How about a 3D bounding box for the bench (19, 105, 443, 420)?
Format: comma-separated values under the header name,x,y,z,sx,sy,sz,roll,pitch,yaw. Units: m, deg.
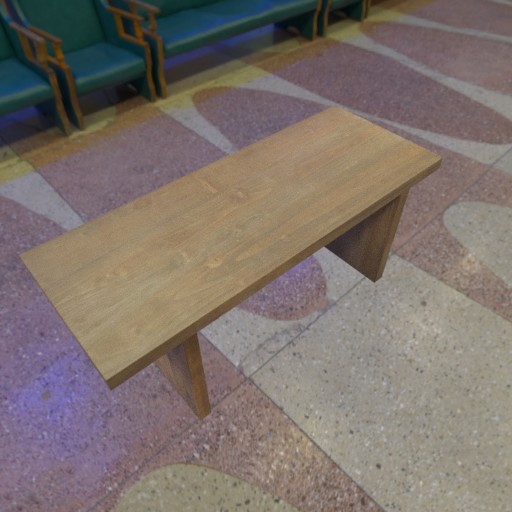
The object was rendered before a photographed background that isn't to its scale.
name,x,y,z,sx,sy,sz,roll,pitch,yaw
bench,0.000,0.000,1.427,1.183,0.458,0.458,-32,54,-27
